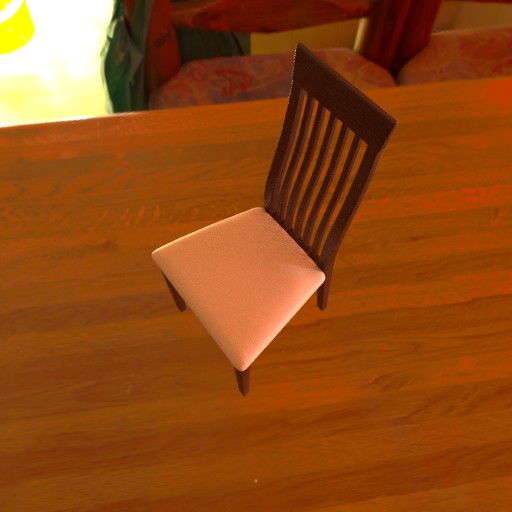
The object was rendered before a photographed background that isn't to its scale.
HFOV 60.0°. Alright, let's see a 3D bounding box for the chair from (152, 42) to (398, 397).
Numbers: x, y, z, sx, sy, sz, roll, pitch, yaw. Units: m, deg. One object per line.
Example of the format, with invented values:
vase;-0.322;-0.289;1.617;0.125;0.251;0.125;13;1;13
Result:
chair;0.000;0.000;1.294;0.474;1.027;0.460;-35;68;-16
